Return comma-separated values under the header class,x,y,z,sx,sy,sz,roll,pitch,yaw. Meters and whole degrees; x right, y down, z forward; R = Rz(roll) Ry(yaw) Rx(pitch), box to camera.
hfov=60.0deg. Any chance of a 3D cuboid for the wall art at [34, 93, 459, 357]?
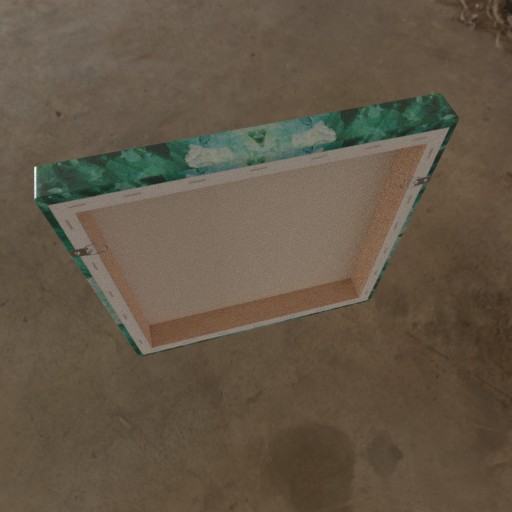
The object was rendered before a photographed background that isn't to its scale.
class,x,y,z,sx,sy,sz,roll,pitch,yaw
wall art,0.000,0.000,0.454,0.313,0.313,0.033,-13,59,-8
